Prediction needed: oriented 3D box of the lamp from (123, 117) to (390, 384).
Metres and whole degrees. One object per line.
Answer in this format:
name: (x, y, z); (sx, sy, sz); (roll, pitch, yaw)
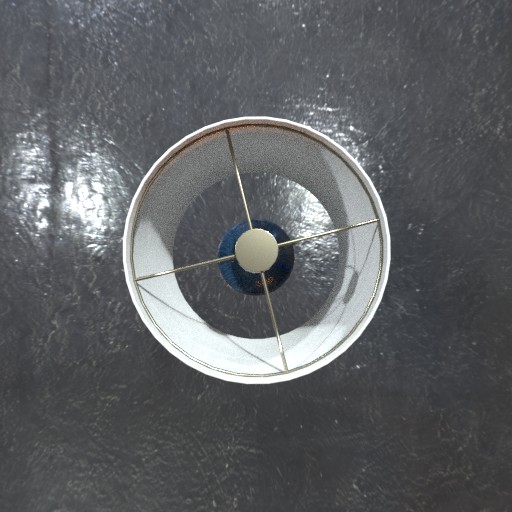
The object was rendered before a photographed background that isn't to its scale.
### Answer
lamp: (0.000, 0.000, 0.601); (0.220, 0.475, 0.220); (0, 89, 0)
